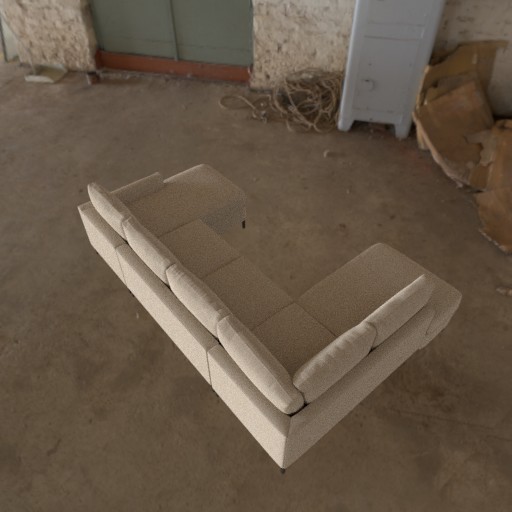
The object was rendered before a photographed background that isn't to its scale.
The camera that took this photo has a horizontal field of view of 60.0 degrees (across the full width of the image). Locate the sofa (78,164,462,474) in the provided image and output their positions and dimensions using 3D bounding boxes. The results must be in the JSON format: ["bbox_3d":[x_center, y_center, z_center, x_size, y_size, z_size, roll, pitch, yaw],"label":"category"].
[{"bbox_3d":[0.000,0.000,3.998,1.989,0.862,2.984,-31,53,-27],"label":"sofa"}]
